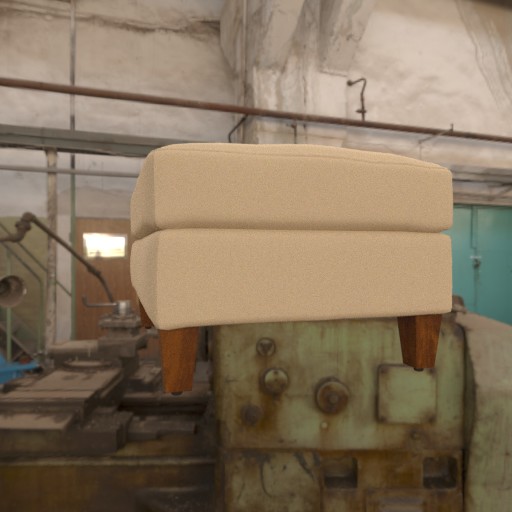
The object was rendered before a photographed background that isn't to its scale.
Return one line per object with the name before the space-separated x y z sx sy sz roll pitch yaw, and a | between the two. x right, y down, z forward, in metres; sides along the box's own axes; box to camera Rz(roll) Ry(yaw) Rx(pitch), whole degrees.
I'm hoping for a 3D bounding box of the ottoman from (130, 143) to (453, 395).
ottoman | 0.000 0.000 1.200 0.634 0.485 0.818 0 1 -18
